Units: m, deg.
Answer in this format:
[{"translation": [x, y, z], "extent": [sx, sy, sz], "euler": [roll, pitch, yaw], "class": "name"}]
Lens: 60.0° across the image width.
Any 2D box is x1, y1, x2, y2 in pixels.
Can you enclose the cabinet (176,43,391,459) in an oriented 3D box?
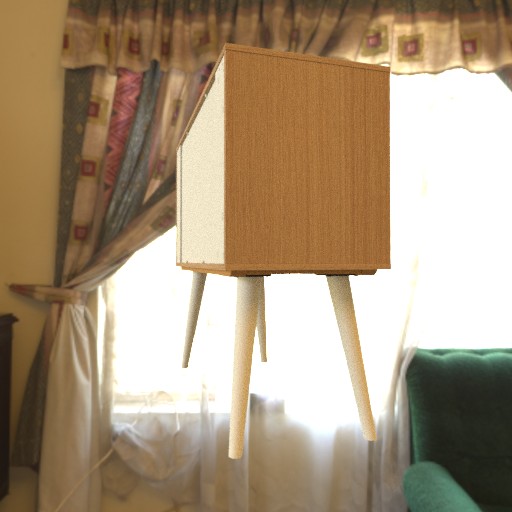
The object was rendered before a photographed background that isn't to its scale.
[{"translation": [0.000, 0.000, 1.638], "extent": [0.470, 1.016, 1.057], "euler": [0, -1, -17], "class": "cabinet"}]
